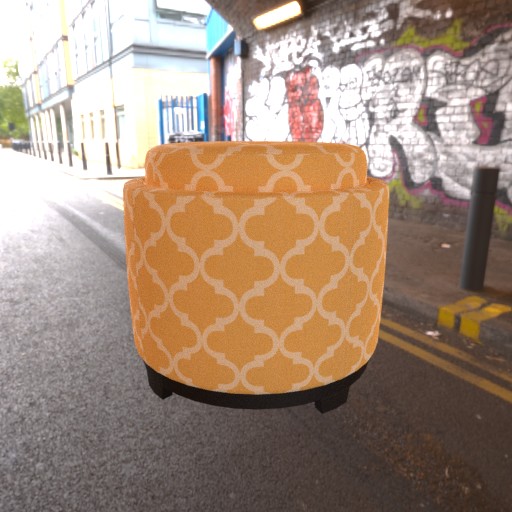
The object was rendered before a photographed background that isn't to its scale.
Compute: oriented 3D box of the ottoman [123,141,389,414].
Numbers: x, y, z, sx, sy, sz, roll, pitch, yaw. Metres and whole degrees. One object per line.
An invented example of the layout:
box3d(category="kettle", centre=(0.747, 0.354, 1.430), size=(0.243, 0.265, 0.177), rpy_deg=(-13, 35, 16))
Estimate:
box3d(category="ottoman", centre=(0.000, 0.000, 0.855), size=(0.480, 0.429, 0.480), rpy_deg=(0, 15, 0))
